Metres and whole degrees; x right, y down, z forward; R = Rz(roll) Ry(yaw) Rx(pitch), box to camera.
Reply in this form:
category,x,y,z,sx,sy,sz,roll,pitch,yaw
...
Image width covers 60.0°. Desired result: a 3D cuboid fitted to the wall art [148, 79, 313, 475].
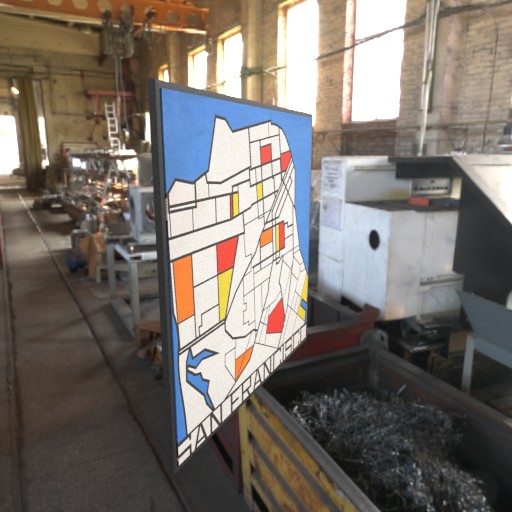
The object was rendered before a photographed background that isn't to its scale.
category,x,y,z,sx,sy,sz,roll,pitch,yaw
wall art,0.000,0.000,1.004,0.015,0.663,0.664,7,15,26
